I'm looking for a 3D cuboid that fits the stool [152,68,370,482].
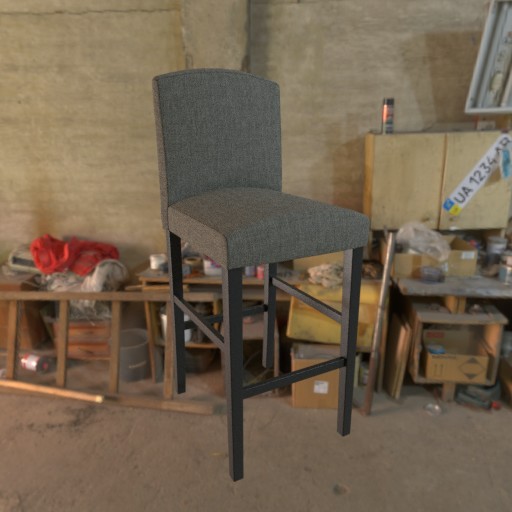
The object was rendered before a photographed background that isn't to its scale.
[{"bbox_3d":[0.000,0.000,1.390,0.451,1.138,0.552,-9,19,-28],"label":"stool"}]
